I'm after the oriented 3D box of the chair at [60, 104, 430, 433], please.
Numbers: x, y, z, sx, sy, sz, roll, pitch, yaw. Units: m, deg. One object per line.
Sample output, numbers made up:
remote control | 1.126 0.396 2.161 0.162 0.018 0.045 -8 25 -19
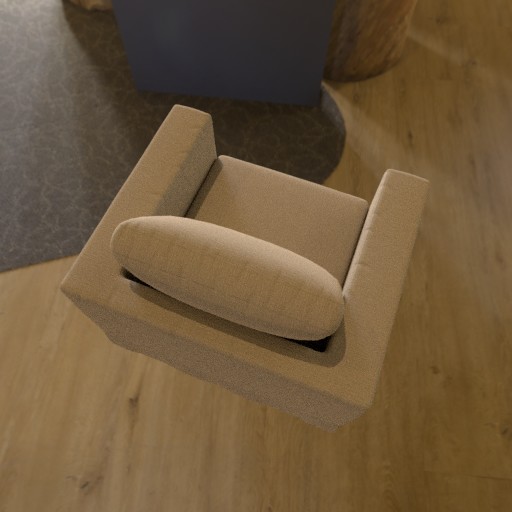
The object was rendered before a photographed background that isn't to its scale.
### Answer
chair | 0.000 0.000 1.815 1.150 0.878 0.957 19 65 9
